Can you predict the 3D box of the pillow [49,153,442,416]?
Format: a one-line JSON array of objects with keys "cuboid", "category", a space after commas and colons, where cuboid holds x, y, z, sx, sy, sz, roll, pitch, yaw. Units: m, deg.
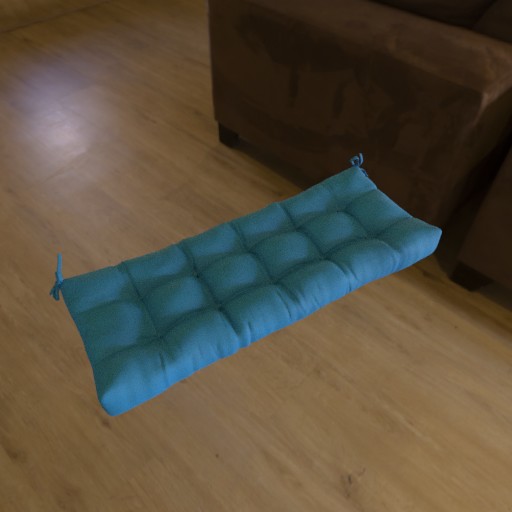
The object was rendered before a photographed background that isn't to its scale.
[{"cuboid": [0.000, 0.000, 1.391, 1.194, 0.174, 0.511, -24, 52, -20], "category": "pillow"}]
